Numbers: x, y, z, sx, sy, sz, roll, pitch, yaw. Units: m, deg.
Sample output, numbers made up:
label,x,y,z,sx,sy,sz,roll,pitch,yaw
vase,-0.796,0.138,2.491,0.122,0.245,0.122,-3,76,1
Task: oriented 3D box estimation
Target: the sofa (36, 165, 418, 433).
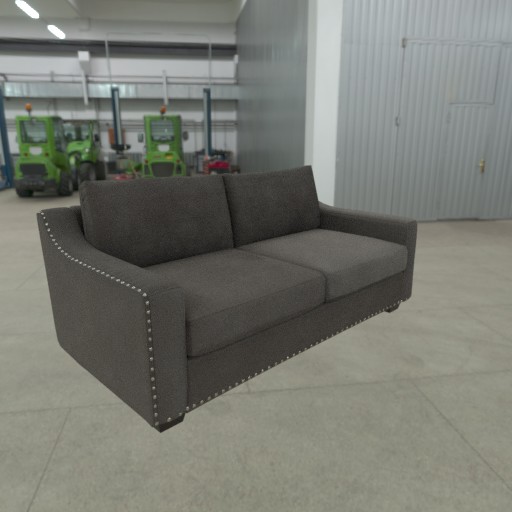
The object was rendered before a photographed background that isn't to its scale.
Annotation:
label,x,y,z,sx,sy,sz,roll,pitch,yaw
sofa,0.000,0.000,3.266,2.550,1.196,1.336,-14,21,-42
